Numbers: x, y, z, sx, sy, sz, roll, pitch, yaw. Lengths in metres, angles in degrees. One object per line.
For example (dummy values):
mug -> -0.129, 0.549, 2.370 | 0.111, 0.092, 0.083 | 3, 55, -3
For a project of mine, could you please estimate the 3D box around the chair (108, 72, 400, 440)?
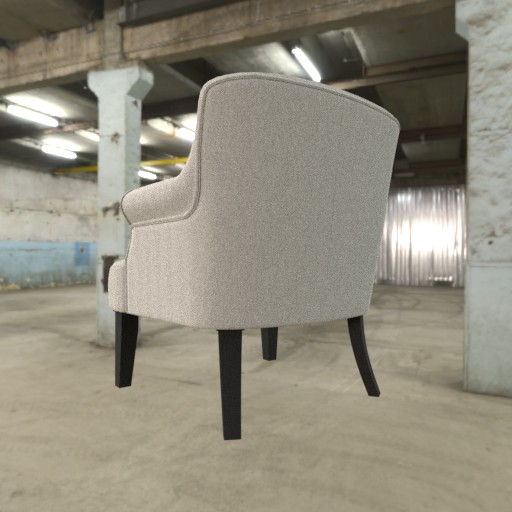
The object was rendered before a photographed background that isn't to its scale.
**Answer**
chair -> 0.000, 0.000, 1.438 | 0.781, 0.875, 0.750 | 0, 0, -38
